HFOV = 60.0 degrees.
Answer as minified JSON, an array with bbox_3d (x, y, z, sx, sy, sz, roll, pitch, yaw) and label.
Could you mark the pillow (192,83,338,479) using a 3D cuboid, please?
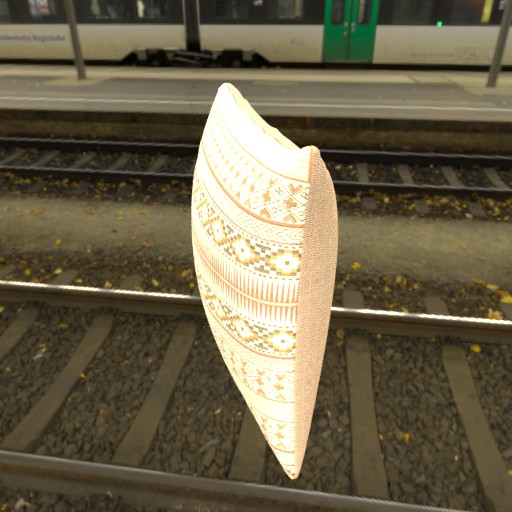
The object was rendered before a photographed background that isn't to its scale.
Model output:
[{"bbox_3d":[0.000,0.000,0.782,0.215,0.519,0.521,-7,30,-12],"label":"pillow"}]
